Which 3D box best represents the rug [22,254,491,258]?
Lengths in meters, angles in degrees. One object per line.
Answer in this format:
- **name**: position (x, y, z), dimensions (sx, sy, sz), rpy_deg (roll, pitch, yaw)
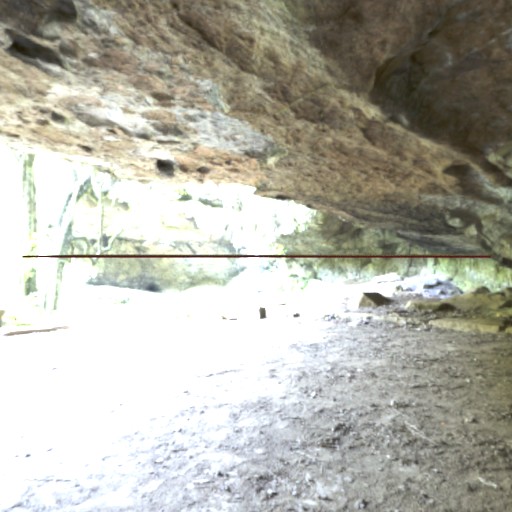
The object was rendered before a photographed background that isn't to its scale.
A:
- **rug**: position (0.000, 0.000, 2.492), dimensions (2.292, 0.015, 0.659), rpy_deg (0, 0, 0)
